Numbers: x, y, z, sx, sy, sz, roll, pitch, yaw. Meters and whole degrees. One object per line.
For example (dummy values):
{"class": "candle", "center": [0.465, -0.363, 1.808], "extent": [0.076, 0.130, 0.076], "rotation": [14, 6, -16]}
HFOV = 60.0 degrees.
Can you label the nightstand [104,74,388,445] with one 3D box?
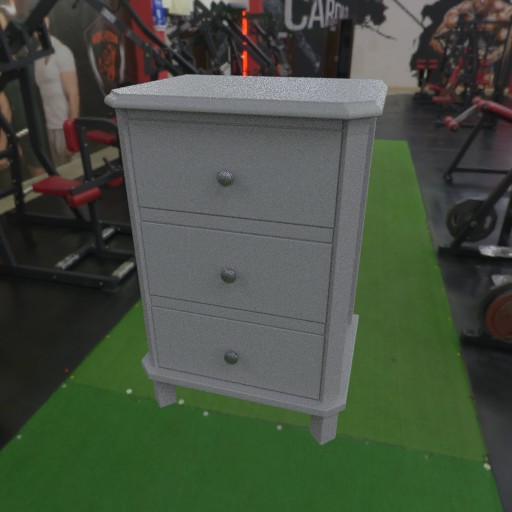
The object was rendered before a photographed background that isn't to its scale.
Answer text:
{"class": "nightstand", "center": [0.000, 0.000, 0.944], "extent": [0.450, 0.680, 0.350], "rotation": [8, 28, 14]}
